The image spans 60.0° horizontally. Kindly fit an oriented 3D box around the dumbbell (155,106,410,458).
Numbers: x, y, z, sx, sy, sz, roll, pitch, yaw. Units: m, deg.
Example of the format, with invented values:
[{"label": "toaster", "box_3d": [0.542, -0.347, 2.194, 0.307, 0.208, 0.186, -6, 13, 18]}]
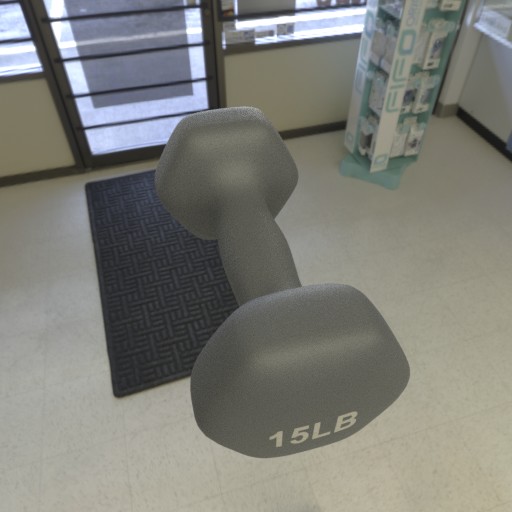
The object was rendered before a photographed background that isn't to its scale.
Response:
[{"label": "dumbbell", "box_3d": [0.000, 0.000, 0.294, 0.116, 0.105, 0.240, -10, 46, -10]}]
